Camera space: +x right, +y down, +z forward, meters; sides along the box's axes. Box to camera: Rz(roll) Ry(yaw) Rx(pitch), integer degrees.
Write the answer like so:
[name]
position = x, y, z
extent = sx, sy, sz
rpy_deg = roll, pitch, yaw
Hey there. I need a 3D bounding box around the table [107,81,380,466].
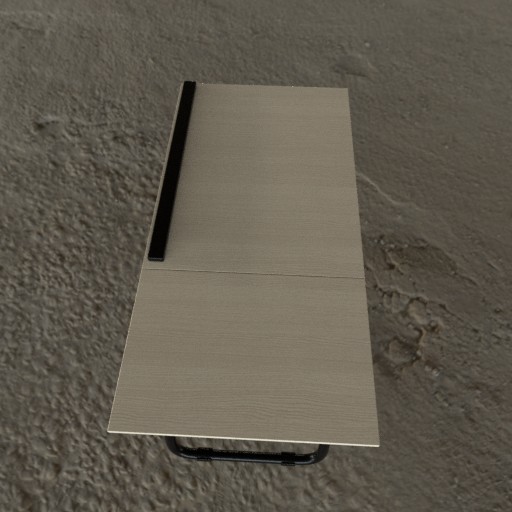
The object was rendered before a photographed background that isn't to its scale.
[table]
position = 0.000, 0.000, 0.783
extent = 0.322, 0.242, 0.644
rpy_deg = 2, 58, 1
